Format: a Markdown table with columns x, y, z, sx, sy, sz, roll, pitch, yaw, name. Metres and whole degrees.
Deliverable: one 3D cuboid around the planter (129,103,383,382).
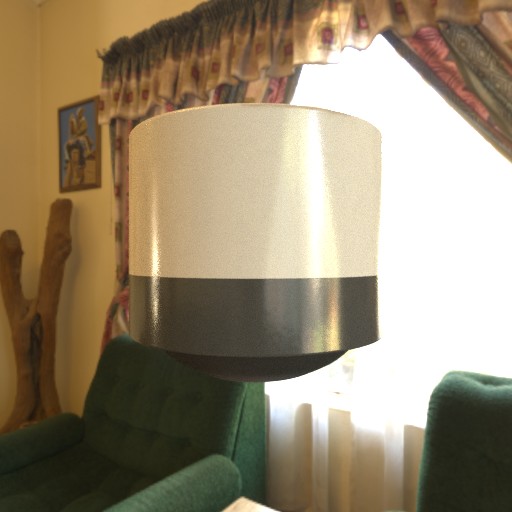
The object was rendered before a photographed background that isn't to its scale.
| x | y | z | sx | sy | sz | roll | pitch | yaw | name |
| --- | --- | --- | --- | --- | --- | --- | --- | --- | --- |
| 0.000 | 0.000 | 0.350 | 0.193 | 0.177 | 0.193 | 0 | 0 | 0 | planter |
